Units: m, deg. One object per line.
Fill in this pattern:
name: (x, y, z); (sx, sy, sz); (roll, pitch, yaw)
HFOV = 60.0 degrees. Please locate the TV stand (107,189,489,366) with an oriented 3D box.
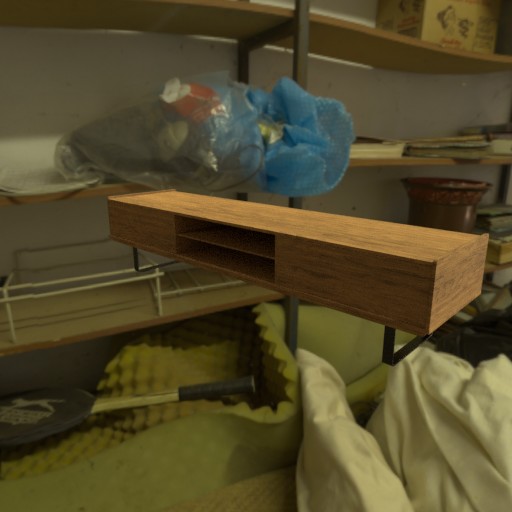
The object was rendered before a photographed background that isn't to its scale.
TV stand: (0.000, 0.000, 2.025); (1.796, 0.415, 0.467); (14, 21, 41)
